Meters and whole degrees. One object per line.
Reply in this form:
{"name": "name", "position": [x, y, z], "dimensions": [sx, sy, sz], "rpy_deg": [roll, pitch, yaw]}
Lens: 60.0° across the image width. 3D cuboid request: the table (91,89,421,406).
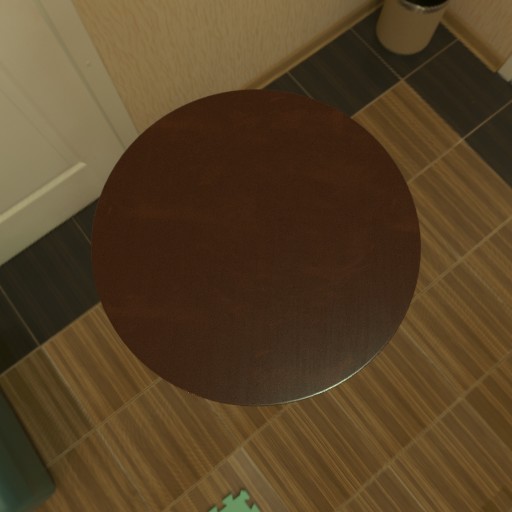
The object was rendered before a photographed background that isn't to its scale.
{"name": "table", "position": [0.000, 0.000, 1.473], "dimensions": [0.911, 0.512, 0.911], "rpy_deg": [0, 76, 0]}
